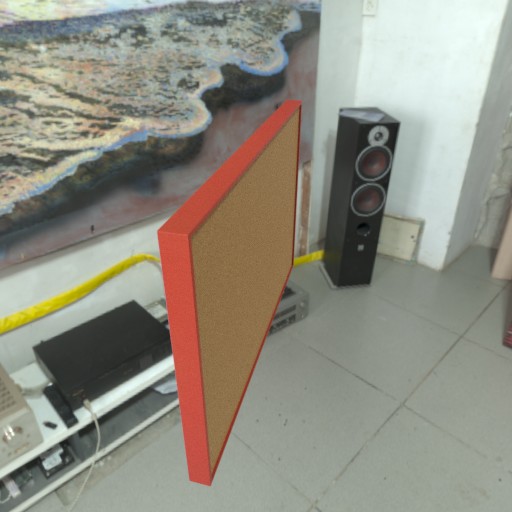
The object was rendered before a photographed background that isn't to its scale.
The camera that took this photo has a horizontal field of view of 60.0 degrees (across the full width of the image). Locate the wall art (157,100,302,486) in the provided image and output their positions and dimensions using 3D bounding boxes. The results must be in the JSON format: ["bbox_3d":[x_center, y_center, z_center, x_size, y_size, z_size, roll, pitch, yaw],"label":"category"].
[{"bbox_3d":[0.000,0.000,0.777,0.033,0.405,0.607,8,32,13],"label":"wall art"}]
